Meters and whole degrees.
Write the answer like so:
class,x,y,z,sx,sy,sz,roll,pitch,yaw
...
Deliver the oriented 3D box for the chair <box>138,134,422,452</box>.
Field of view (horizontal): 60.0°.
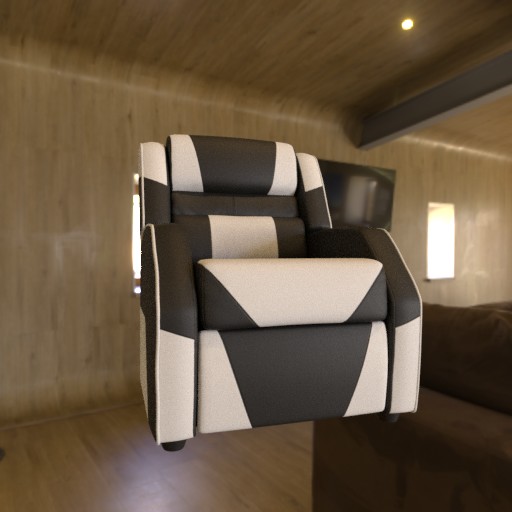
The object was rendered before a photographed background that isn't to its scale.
class,x,y,z,sx,sy,sz,roll,pitch,yaw
chair,0.000,0.000,1.251,0.620,0.805,0.672,0,0,-17
